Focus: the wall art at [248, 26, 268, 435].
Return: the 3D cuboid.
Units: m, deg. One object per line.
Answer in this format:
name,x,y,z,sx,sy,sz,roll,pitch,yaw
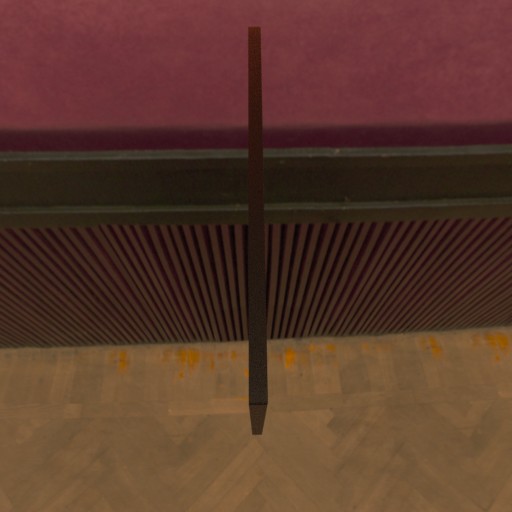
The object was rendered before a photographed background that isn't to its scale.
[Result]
wall art,0.000,0.000,0.731,0.018,0.450,0.521,0,65,0
